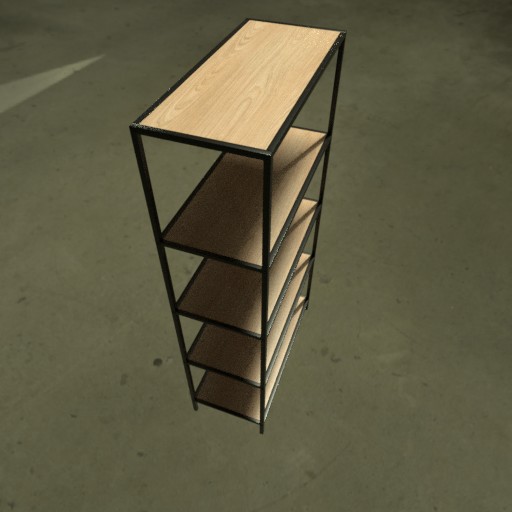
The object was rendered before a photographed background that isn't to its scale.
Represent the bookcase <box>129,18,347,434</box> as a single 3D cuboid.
[{"bbox_3d":[0.000,0.000,1.780,0.350,1.500,0.770,15,48,14],"label":"bookcase"}]
